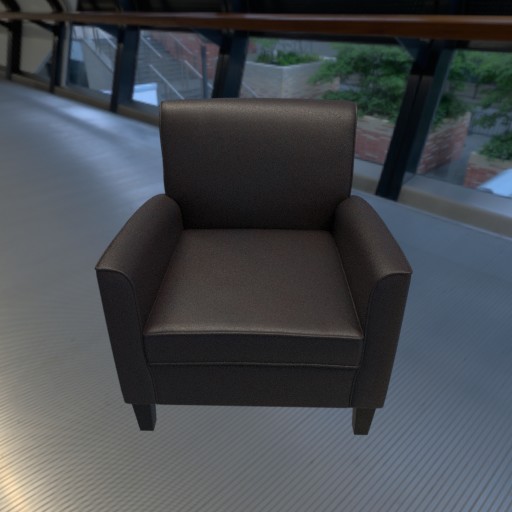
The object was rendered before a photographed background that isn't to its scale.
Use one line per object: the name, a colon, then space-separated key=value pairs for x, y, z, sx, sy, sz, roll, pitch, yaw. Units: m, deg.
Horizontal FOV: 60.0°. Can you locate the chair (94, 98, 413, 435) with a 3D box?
chair: x=0.000 y=0.000 z=1.548 sx=0.820 sy=0.916 sz=0.819 roll=1 pitch=30 yaw=1
